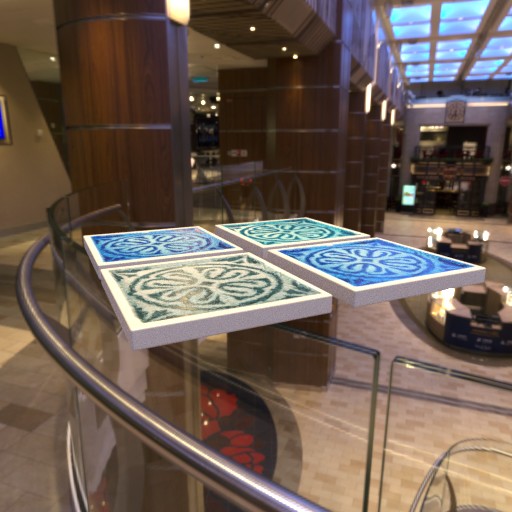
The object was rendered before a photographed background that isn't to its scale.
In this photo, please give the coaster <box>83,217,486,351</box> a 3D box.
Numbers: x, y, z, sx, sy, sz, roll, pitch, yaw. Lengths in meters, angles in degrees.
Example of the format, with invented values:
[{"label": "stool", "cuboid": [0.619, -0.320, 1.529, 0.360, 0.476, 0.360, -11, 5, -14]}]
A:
[{"label": "coaster", "cuboid": [0.000, 0.000, 0.326, 0.219, 0.010, 0.214, -7, 16, -25]}]
